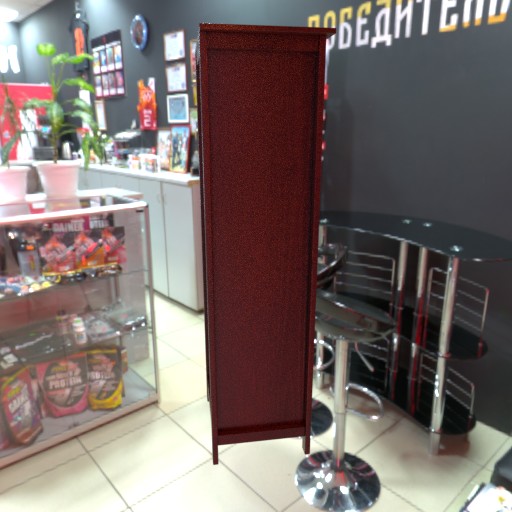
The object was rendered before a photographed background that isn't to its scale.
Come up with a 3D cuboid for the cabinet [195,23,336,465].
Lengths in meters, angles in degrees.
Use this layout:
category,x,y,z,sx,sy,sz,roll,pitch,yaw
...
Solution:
category,x,y,z,sx,sy,sz,roll,pitch,yaw
cabinet,0.000,0.000,1.718,0.401,1.518,0.500,-2,16,-9
